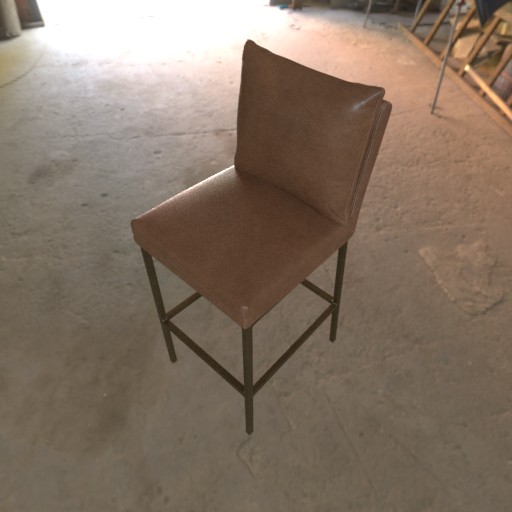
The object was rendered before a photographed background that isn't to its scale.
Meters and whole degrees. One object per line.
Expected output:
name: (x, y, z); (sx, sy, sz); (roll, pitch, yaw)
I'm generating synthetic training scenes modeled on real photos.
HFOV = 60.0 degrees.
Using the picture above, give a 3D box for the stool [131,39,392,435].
stool: (0.000, 0.000, 1.421); (0.463, 1.124, 0.571); (34, 55, 28)
